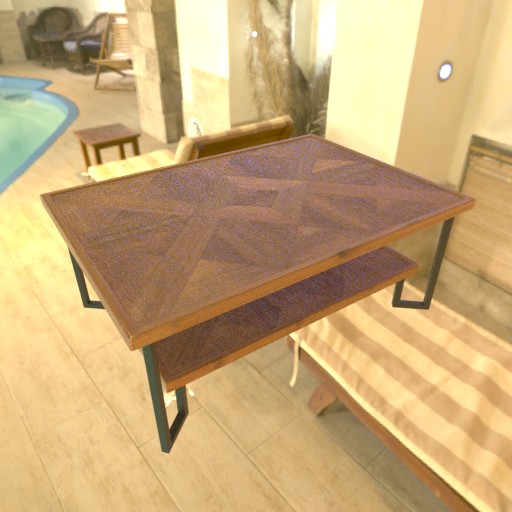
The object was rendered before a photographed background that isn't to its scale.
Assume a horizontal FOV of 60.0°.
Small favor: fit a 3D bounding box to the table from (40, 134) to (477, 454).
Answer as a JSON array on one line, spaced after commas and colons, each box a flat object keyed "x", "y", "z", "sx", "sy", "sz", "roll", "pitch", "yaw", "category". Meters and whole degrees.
[{"x": 0.000, "y": 0.000, "z": 1.667, "sx": 1.238, "sy": 0.492, "sz": 0.877, "roll": -20, "pitch": 38, "yaw": -28, "category": "table"}]
